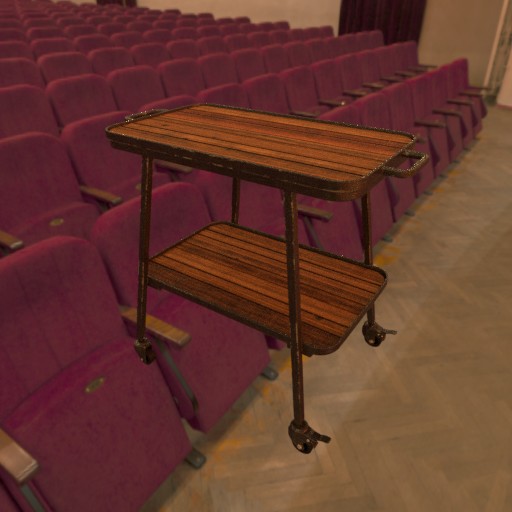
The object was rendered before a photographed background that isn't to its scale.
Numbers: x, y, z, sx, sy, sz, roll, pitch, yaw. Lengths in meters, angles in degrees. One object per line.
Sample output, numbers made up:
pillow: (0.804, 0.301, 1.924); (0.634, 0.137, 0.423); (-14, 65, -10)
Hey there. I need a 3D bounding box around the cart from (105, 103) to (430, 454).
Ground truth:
cart: (0.000, 0.000, 1.256); (0.806, 0.700, 0.515); (19, 35, 29)
